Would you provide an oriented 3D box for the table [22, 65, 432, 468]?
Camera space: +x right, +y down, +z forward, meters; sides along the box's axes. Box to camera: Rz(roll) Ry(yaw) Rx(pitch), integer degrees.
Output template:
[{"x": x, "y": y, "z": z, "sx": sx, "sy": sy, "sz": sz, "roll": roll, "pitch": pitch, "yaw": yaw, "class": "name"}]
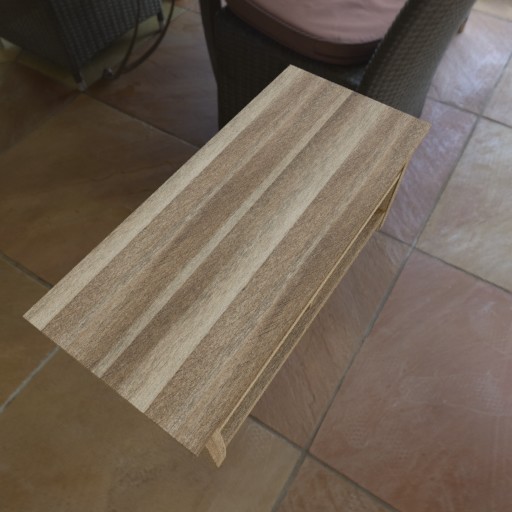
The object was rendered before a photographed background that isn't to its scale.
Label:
[{"x": 0.000, "y": 0.000, "z": 1.343, "sx": 0.493, "sy": 0.480, "sz": 1.095, "roll": 31, "pitch": 63, "yaw": 18, "class": "table"}]
